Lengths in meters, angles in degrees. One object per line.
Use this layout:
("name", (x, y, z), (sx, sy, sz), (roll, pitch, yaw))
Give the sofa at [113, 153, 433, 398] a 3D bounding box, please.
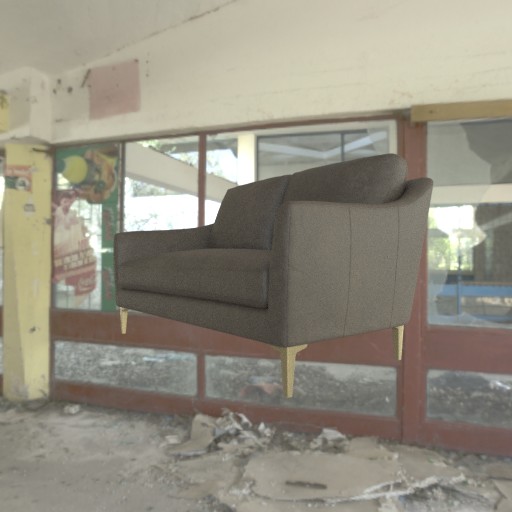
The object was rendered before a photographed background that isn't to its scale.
("sofa", (0.000, 0.000, 2.248), (0.960, 0.902, 1.619), (0, -1, -36))
